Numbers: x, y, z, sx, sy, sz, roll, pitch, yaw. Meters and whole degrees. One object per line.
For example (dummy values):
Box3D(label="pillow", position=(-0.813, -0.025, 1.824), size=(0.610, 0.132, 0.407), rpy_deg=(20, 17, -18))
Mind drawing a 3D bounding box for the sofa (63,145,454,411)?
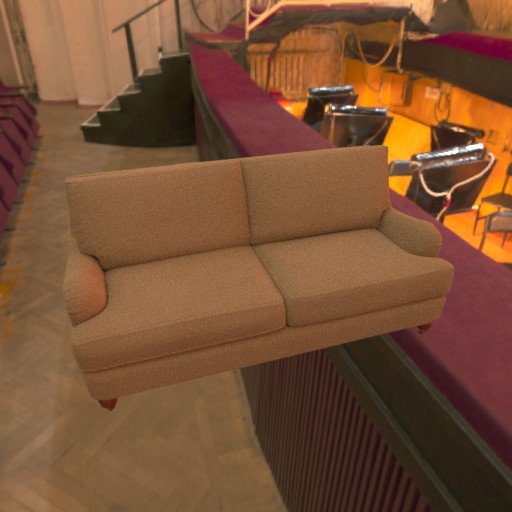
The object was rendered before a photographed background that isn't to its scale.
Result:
Box3D(label="sofa", position=(0.000, 0.000, 2.608), size=(2.070, 0.997, 1.091), rpy_deg=(-10, 32, -16))
